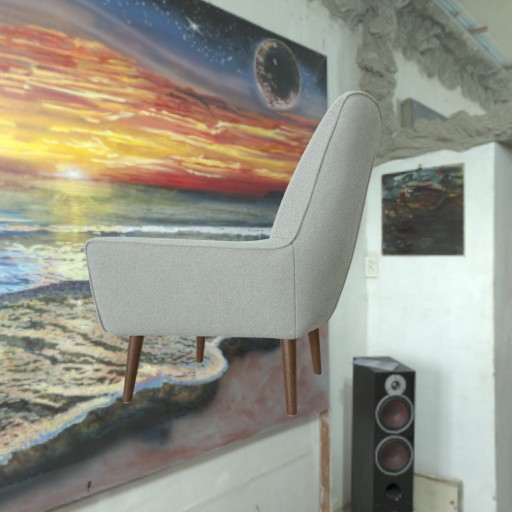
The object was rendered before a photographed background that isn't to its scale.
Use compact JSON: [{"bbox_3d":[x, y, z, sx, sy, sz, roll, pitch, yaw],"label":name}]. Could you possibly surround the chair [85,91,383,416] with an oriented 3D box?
[{"bbox_3d":[0.000,0.000,1.496,0.822,0.888,0.787,0,0,17],"label":"chair"}]
